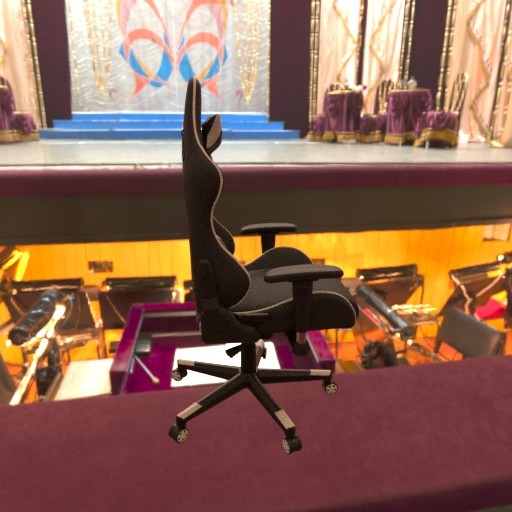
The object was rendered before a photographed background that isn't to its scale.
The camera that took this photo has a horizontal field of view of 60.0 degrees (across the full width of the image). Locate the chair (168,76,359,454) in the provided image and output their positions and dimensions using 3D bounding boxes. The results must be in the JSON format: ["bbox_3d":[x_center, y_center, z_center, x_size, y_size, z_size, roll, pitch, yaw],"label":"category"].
[{"bbox_3d":[0.000,0.000,1.653,0.700,1.240,0.700,-3,18,-9],"label":"chair"}]
